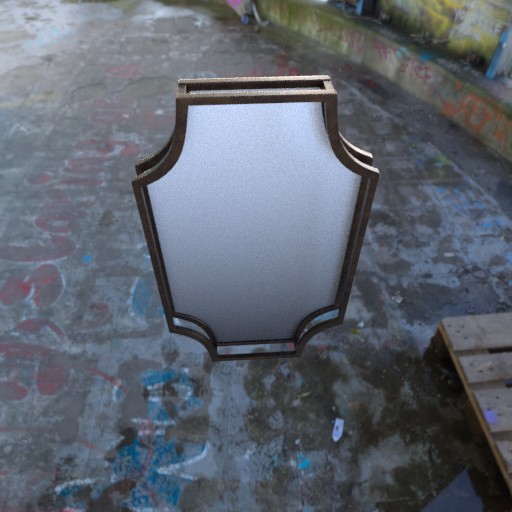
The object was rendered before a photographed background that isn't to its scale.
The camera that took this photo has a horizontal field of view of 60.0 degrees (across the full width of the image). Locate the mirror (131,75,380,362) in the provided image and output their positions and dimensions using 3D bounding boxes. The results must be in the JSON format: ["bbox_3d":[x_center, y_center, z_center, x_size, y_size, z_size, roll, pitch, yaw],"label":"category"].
[{"bbox_3d":[0.000,0.000,1.022,0.462,0.811,0.066,-2,47,-2],"label":"mirror"}]
